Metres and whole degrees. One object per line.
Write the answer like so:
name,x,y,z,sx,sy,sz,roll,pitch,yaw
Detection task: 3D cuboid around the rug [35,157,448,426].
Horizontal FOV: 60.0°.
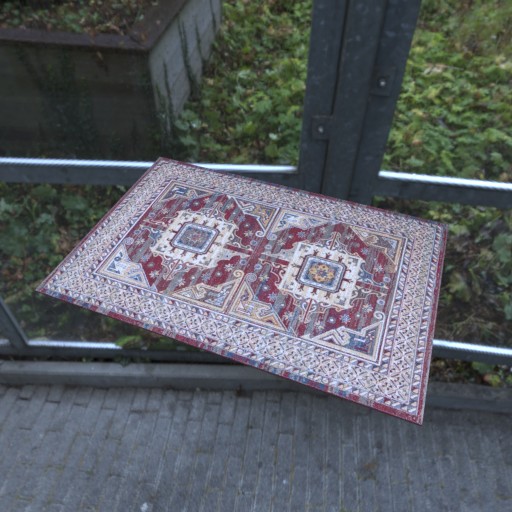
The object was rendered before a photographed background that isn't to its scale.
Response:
rug,0.000,0.000,5.779,4.578,0.033,3.033,16,49,14
